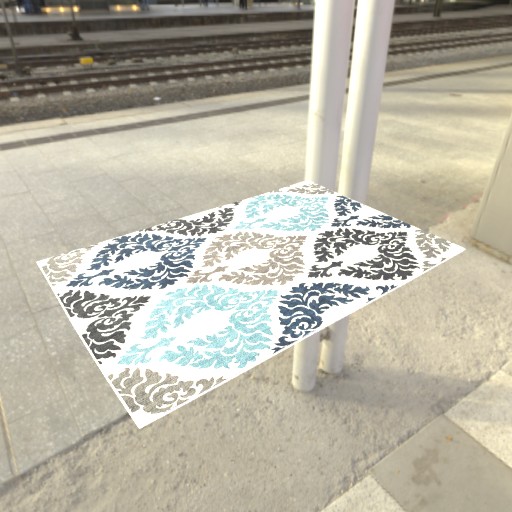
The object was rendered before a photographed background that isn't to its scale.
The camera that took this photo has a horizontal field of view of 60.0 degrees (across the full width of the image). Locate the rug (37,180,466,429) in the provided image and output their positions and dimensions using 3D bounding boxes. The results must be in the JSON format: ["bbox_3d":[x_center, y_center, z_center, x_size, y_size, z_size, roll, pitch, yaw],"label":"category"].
[{"bbox_3d":[0.000,0.000,2.801,2.275,0.014,1.514,-21,37,-31],"label":"rug"}]
